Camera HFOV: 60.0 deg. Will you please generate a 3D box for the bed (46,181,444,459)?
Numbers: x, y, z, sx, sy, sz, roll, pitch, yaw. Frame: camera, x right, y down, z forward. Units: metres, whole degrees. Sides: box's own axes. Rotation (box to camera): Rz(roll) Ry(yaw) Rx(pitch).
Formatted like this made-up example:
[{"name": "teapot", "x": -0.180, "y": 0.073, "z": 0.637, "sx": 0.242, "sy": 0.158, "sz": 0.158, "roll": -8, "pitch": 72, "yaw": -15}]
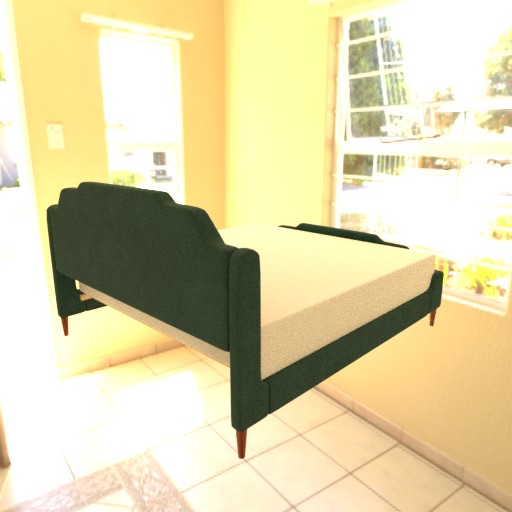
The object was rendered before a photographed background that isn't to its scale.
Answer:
[{"name": "bed", "x": 0.000, "y": 0.000, "z": 3.468, "sx": 2.074, "sy": 1.245, "sz": 2.340, "roll": 14, "pitch": 20, "yaw": 43}]
